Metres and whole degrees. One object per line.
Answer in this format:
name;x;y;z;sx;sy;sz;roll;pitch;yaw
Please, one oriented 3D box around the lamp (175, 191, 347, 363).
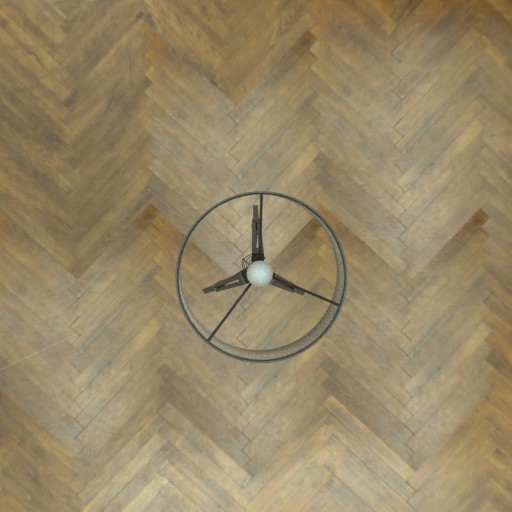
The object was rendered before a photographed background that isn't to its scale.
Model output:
lamp;0.000;0.000;1.838;0.604;1.510;0.587;0;90;-1
